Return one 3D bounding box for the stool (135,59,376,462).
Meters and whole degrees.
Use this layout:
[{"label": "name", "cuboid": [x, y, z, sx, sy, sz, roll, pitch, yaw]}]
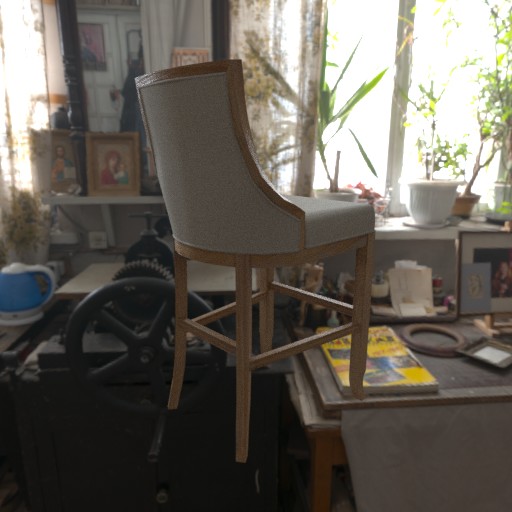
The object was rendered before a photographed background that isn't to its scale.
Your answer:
[{"label": "stool", "cuboid": [0.000, 0.000, 1.469, 0.626, 1.101, 0.524, -14, 20, -42]}]
